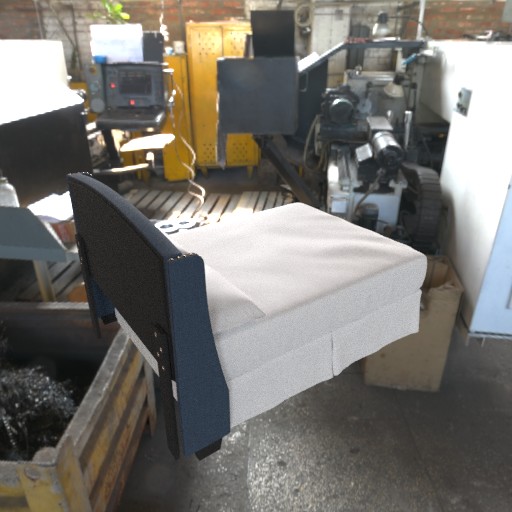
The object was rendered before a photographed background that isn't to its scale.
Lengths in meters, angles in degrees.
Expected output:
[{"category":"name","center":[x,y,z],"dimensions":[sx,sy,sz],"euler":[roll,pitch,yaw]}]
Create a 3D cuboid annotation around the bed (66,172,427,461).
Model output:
[{"category":"bed","center":[0.000,0.000,3.417],"dimensions":[2.237,1.407,1.710],"euler":[-18,31,-31]}]
